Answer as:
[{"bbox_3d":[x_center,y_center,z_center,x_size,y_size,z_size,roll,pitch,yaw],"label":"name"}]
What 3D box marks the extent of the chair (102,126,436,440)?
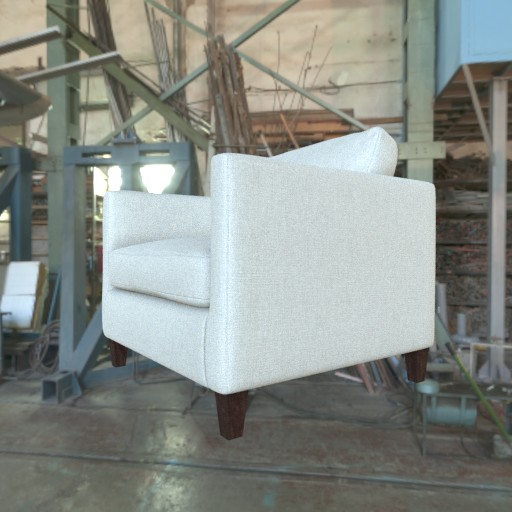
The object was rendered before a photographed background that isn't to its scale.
[{"bbox_3d":[0.000,0.000,1.736,0.959,0.919,0.996,-1,1,-36],"label":"chair"}]
